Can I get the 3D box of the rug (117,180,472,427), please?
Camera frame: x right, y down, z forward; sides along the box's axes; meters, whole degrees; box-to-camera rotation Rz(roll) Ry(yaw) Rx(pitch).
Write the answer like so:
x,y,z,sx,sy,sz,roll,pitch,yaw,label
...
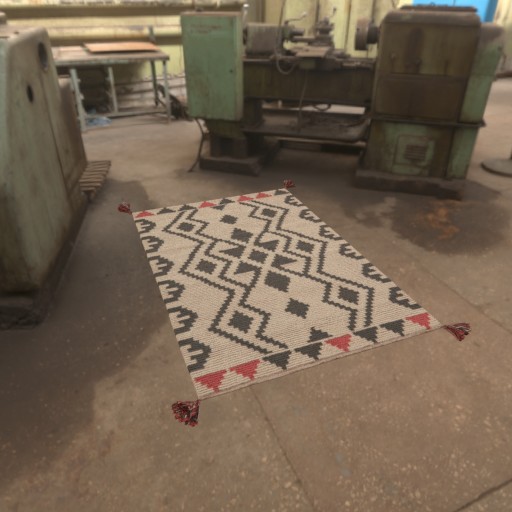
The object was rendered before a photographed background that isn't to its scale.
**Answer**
x,y,z,sx,sy,sz,roll,pitch,yaw,label
0.000,0.000,2.674,1.444,0.067,2.069,-12,33,-18,rug
